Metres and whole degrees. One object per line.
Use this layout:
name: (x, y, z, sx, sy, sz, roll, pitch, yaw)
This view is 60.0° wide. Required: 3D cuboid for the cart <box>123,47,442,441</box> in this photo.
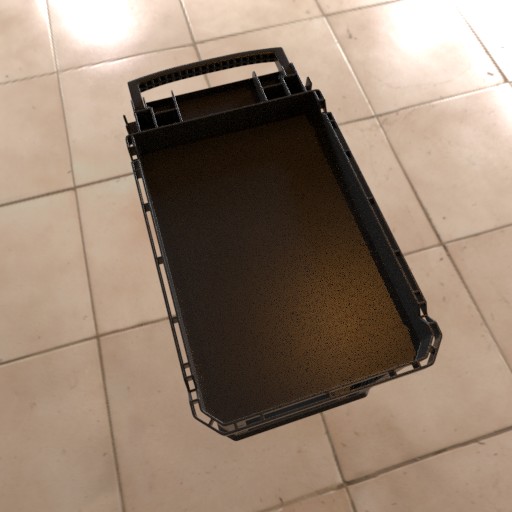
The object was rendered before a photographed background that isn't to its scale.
cart: (0.000, 0.000, 1.738, 0.674, 0.884, 1.239, -16, 66, -7)
